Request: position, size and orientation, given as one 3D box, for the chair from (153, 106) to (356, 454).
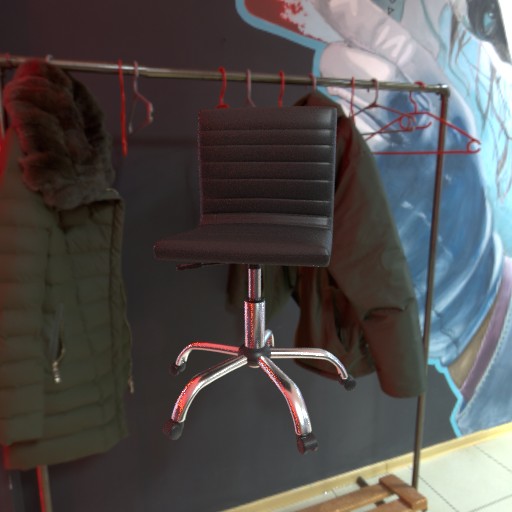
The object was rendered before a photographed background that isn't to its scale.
[{"bbox_3d":[0.000,0.000,1.167,0.556,0.780,0.530,2,13,10],"label":"chair"}]
